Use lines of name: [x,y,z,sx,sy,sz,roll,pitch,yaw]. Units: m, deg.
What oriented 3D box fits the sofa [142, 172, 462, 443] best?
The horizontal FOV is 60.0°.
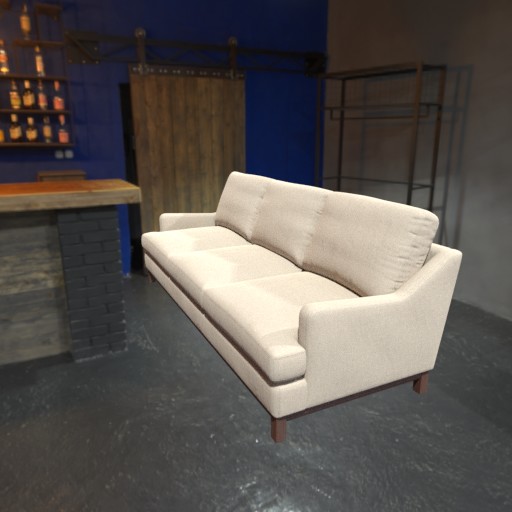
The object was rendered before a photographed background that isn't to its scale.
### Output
sofa: [0.000,0.000,2.872,1.000,0.913,2.321,-8,18,-25]
